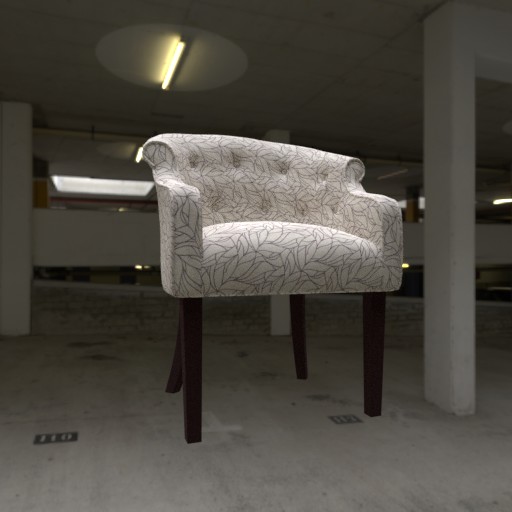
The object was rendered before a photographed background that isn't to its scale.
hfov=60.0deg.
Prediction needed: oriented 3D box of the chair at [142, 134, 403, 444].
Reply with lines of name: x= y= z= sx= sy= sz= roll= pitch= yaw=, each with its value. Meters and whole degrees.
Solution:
chair: x=0.000 y=0.000 z=1.343 sx=0.686 sy=0.858 sz=0.613 roll=0 pitch=0 yaw=-20
